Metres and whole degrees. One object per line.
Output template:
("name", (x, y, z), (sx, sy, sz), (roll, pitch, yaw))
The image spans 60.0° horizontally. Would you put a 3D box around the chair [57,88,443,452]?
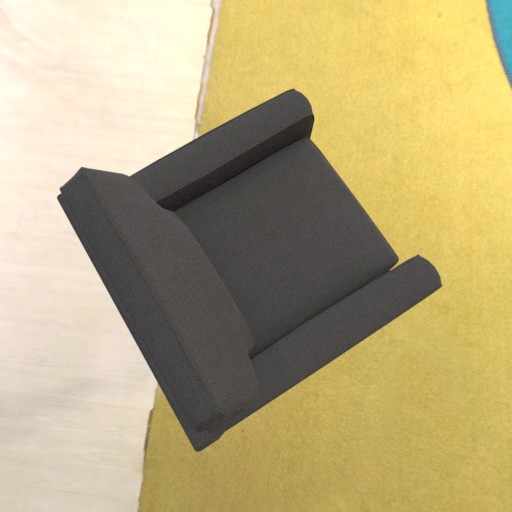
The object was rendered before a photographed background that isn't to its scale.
("chair", (0.000, 0.000, 1.786), (1.043, 0.913, 0.997), (-31, 77, -8))
